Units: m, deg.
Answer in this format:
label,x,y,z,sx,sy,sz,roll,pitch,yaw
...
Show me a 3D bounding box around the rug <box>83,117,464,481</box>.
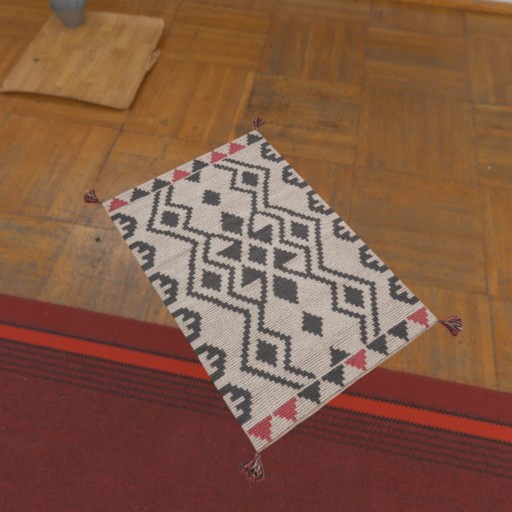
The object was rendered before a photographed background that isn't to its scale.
label,x,y,z,sx,sy,sz,roll,pitch,yaw
rug,0.000,0.000,2.677,1.444,0.067,2.069,-30,63,-17
